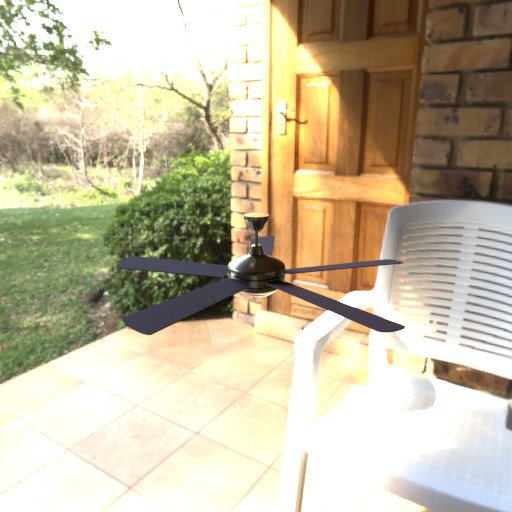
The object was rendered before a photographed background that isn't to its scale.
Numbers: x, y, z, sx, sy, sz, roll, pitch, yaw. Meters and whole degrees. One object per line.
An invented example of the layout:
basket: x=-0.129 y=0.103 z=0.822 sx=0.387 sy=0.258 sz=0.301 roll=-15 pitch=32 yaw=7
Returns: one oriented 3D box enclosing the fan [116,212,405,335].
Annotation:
fan: x=0.000 y=0.000 z=1.892 sx=1.321 sy=0.356 sz=1.321 roll=8 pitch=18 yaw=26
